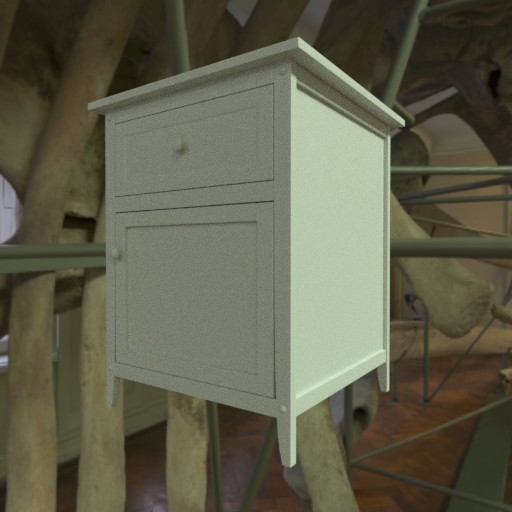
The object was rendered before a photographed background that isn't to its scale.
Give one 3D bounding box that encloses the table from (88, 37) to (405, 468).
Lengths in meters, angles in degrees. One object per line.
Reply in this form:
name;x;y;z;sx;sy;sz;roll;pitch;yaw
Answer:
table;0.000;0.000;0.747;0.381;0.483;0.381;1;1;35
